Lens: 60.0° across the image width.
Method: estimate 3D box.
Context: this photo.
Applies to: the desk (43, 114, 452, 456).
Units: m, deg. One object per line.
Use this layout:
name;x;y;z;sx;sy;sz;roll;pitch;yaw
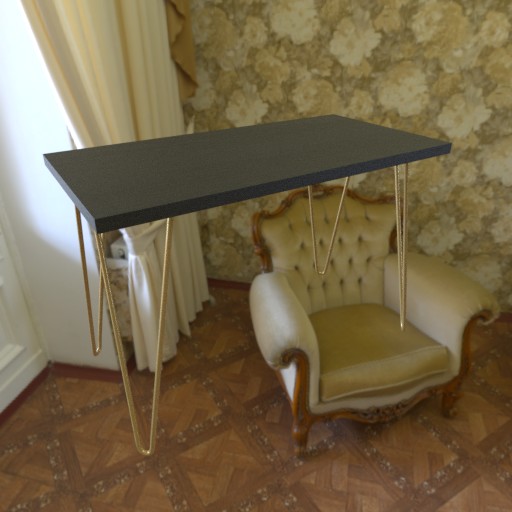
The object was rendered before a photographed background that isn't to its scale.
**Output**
desk;0.000;0.000;1.352;0.991;0.660;0.499;-17;33;-28
